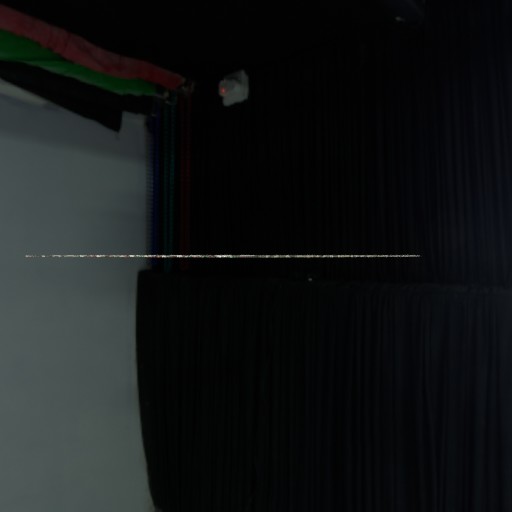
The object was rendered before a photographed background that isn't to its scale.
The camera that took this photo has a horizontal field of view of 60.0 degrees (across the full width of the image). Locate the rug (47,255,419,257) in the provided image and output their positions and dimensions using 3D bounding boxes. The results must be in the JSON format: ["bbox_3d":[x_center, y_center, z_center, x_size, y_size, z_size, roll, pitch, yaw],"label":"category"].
[{"bbox_3d":[0.000,0.000,2.344,1.219,0.008,1.829,0,0,36],"label":"rug"}]
